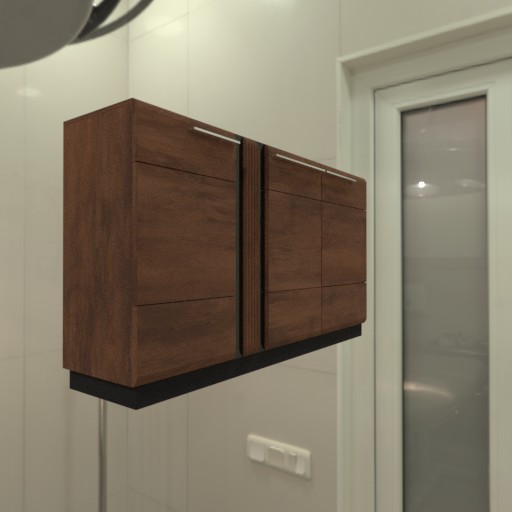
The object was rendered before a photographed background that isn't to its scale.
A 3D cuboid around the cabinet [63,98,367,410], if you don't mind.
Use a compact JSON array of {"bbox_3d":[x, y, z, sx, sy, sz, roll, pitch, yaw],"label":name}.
[{"bbox_3d":[0.000,0.000,2.005,0.420,0.900,1.600,0,0,37],"label":"cabinet"}]
